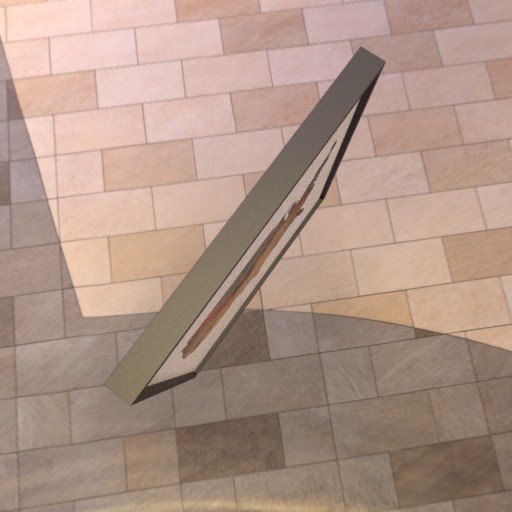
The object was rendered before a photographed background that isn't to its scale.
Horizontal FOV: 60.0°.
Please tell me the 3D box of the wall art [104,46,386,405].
[{"bbox_3d":[0.000,0.000,0.762,0.038,0.507,0.507,35,80,7],"label":"wall art"}]
